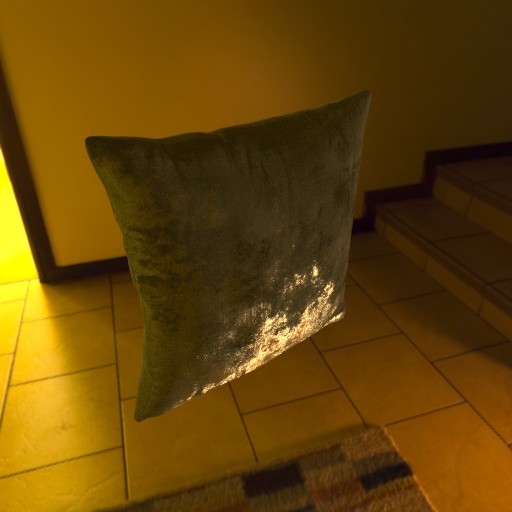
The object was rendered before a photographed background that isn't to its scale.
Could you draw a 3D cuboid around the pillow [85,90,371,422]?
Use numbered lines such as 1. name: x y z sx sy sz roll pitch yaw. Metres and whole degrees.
1. pillow: 0.000 0.000 0.707 0.470 0.464 0.175 -22 37 -32
